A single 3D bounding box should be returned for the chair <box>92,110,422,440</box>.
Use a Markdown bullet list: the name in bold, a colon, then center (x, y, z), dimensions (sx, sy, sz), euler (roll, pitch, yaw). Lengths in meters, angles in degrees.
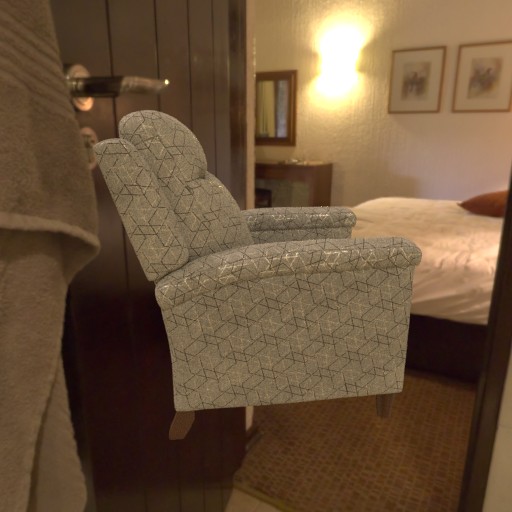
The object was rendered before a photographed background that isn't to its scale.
- **chair**: center (0.000, 0.000, 1.698), dimensions (0.987, 1.048, 0.753), euler (-2, 16, -7)
